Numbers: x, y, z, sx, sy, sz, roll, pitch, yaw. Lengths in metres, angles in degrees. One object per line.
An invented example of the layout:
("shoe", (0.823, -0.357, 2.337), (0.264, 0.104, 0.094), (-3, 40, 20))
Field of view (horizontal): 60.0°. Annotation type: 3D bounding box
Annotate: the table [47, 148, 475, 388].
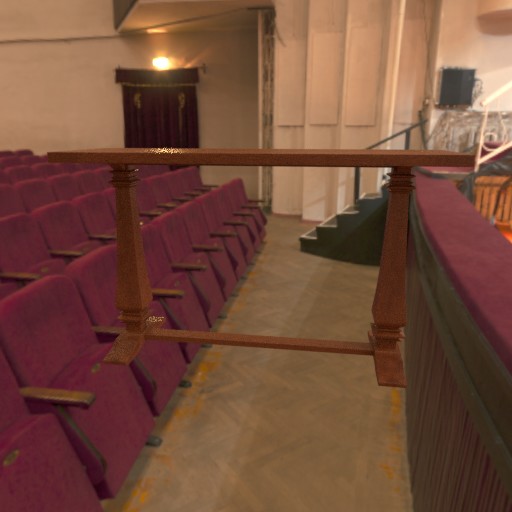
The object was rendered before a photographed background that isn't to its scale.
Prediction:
("table", (0.000, 0.000, 1.843), (1.478, 0.852, 0.461), (2, 16, 8))
